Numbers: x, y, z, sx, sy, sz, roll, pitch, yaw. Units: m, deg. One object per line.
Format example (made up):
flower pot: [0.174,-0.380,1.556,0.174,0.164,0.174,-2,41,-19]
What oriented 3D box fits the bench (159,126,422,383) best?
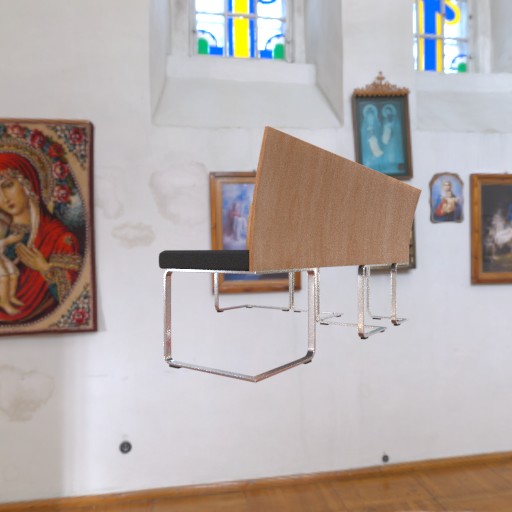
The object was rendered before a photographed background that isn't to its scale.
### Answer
bench: [0.000,0.000,2.782,1.495,0.930,1.945,0,0,35]
